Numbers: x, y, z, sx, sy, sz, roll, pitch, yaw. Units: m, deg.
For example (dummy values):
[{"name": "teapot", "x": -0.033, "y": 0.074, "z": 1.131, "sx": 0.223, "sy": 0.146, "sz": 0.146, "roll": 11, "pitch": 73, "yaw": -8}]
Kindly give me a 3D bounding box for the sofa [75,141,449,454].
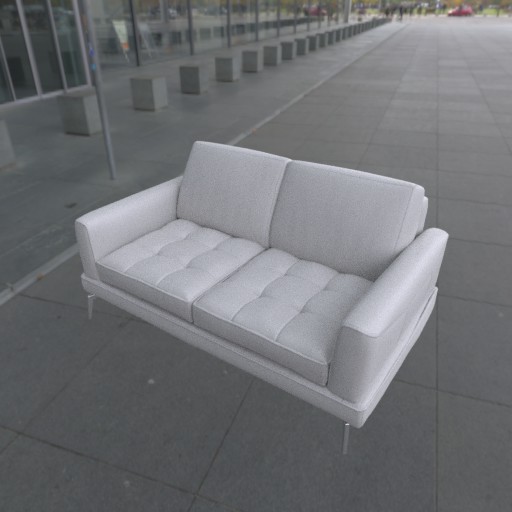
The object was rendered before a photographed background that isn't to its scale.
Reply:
[{"name": "sofa", "x": 0.000, "y": 0.000, "z": 2.470, "sx": 1.819, "sy": 0.930, "sz": 1.121, "roll": 19, "pitch": 35, "yaw": 30}]
